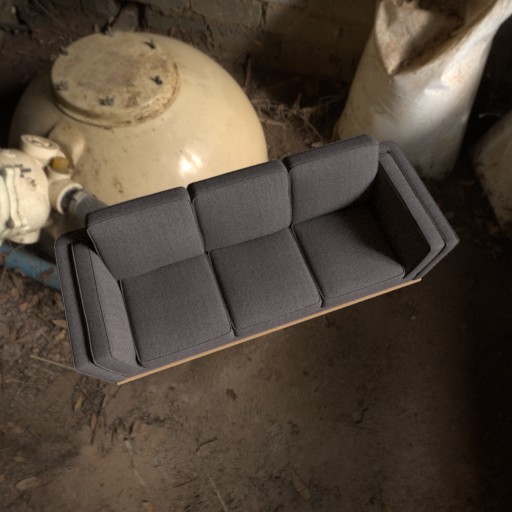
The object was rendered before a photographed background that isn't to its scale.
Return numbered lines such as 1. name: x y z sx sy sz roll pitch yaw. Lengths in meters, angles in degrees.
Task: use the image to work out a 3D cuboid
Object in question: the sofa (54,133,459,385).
1. sofa: 0.000 0.000 2.914 2.362 0.899 0.903 -18 65 -9
